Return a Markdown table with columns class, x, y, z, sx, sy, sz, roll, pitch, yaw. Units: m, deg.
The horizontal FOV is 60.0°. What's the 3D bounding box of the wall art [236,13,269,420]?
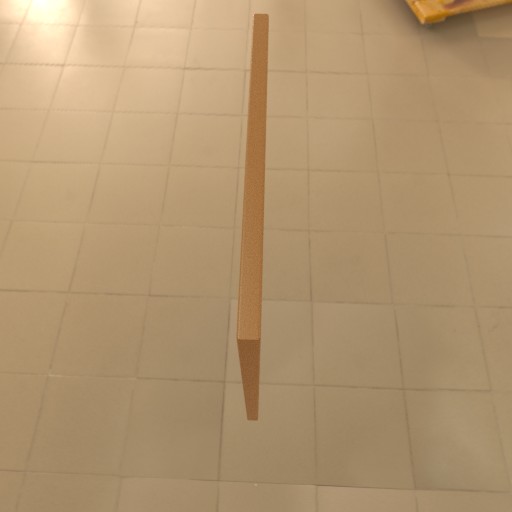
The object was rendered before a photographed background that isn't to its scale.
| class | x | y | z | sx | sy | sz | roll | pitch | yaw |
| --- | --- | --- | --- | --- | --- | --- | --- | --- | --- |
| wall art | 0.000 | 0.000 | 0.507 | 0.015 | 0.379 | 0.310 | 2 | 63 | 1 |
